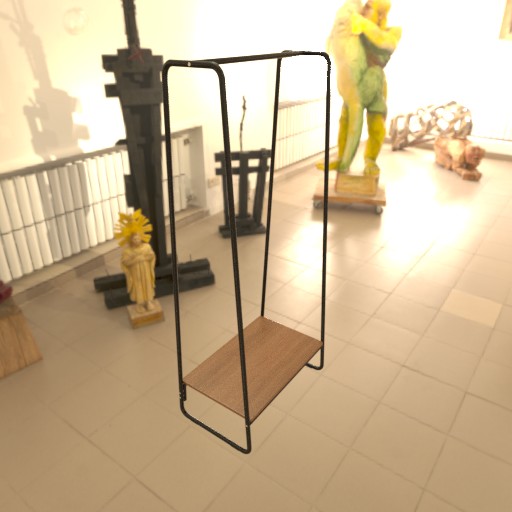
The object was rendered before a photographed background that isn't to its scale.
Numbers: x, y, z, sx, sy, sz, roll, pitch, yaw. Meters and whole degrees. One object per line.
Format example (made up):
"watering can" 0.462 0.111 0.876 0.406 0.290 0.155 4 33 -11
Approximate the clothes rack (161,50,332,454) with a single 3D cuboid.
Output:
"clothes rack" 0.000 0.000 1.811 0.400 1.500 0.640 19 33 31
